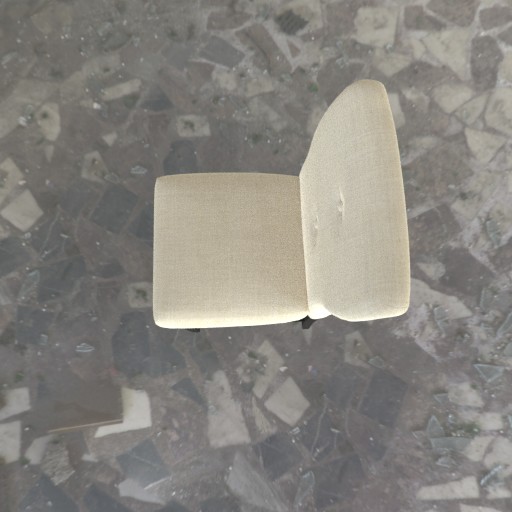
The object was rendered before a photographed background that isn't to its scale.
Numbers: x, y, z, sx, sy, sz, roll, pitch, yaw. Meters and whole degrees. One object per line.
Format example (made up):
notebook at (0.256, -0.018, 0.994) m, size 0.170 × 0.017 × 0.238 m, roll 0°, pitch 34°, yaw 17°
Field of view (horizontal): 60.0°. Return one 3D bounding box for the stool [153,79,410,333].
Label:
stool at (0.000, 0.000, 1.433) m, size 0.603 × 1.124 × 0.516 m, roll -2°, pitch 77°, yaw -1°
